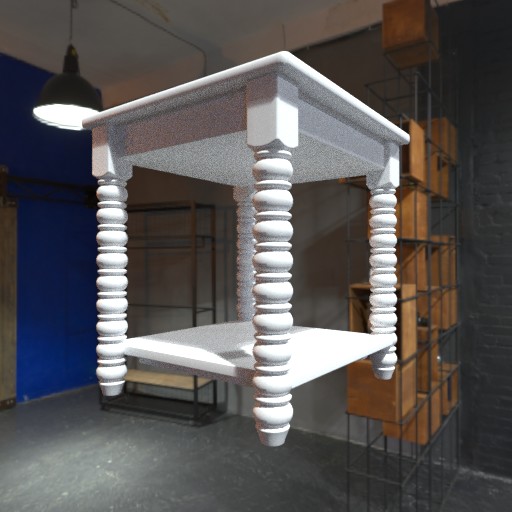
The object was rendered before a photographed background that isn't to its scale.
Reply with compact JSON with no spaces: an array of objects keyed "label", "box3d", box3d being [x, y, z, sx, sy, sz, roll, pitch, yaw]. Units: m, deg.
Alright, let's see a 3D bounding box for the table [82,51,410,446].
[{"label":"table","box3d":[0.000,0.000,0.967,0.500,0.563,0.533,0,0,37]}]
